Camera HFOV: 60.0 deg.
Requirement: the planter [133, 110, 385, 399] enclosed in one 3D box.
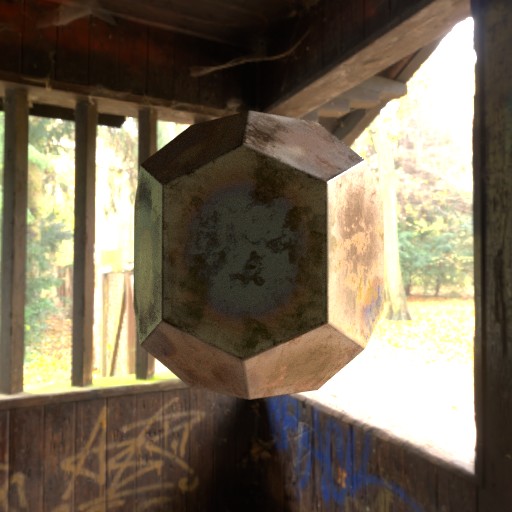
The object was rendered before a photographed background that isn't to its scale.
[{"bbox_3d":[0.000,0.000,0.430,0.221,0.238,0.243,-1,-2,35],"label":"planter"}]
